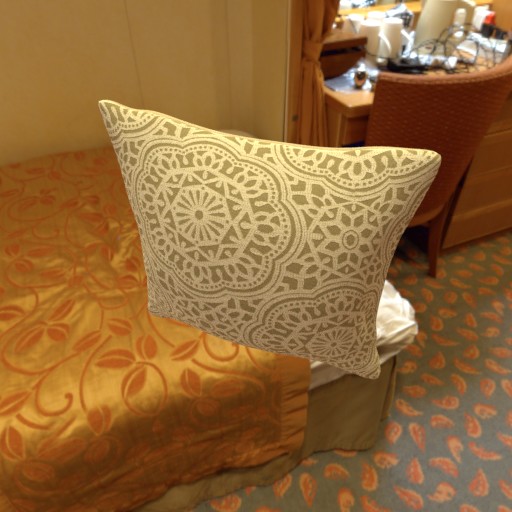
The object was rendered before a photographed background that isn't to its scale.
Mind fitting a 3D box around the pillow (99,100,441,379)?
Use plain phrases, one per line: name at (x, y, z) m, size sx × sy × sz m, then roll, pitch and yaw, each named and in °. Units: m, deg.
pillow at (0.000, 0.000, 0.665) m, size 0.438 × 0.421 × 0.167 m, roll 13°, pitch 42°, yaw 15°
